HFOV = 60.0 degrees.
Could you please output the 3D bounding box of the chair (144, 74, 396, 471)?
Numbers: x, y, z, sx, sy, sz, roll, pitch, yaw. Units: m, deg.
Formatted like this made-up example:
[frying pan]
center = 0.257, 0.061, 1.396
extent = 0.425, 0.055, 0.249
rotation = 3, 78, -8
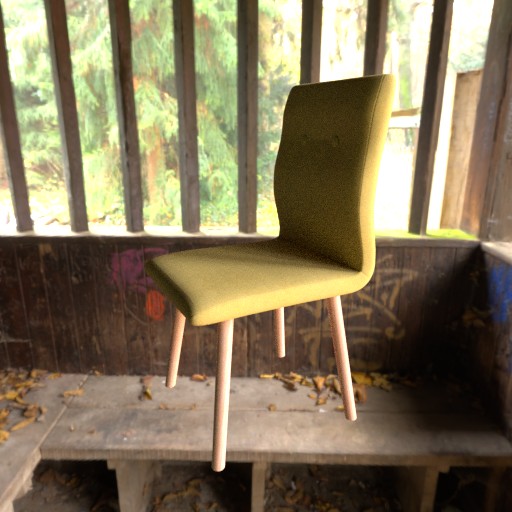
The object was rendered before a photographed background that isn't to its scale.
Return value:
[chair]
center = 0.000, 0.000, 1.278
extent = 0.550, 0.965, 0.450
rotation = -9, 19, -26
